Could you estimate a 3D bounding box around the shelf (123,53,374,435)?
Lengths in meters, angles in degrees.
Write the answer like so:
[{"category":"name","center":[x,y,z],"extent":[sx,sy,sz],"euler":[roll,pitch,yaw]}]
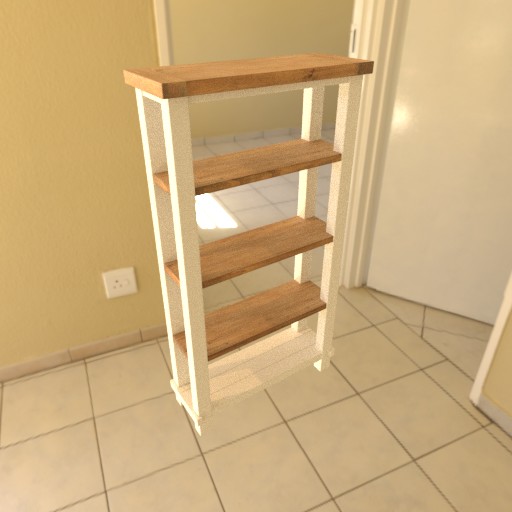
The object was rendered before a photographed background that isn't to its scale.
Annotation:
[{"category":"shelf","center":[0.000,0.000,2.354],"extent":[1.022,1.878,0.381],"euler":[-19,36,-29]}]
